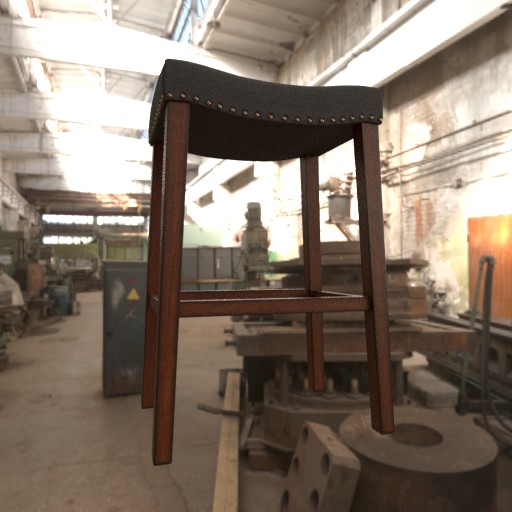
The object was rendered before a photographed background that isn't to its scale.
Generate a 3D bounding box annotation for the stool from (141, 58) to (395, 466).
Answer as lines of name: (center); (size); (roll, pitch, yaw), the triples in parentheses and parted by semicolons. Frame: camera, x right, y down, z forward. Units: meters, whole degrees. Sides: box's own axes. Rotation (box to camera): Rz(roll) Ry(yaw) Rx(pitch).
stool: (0.000, 0.000, 1.046); (0.502, 0.760, 0.366); (0, -1, -18)
